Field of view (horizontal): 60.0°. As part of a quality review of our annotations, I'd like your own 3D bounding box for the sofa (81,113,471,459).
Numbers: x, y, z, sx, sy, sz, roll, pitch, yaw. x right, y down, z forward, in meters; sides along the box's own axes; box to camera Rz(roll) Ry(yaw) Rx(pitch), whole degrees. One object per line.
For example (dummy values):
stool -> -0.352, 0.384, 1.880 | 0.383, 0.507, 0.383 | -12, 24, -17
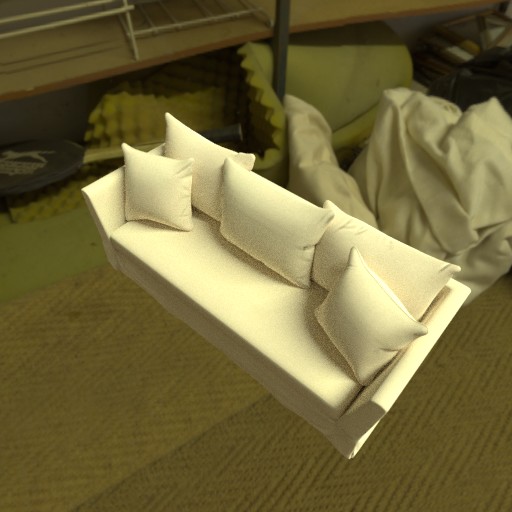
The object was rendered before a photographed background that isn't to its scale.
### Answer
sofa -> 0.000, 0.000, 3.028 | 2.484, 1.042, 1.030 | 33, 55, 26
